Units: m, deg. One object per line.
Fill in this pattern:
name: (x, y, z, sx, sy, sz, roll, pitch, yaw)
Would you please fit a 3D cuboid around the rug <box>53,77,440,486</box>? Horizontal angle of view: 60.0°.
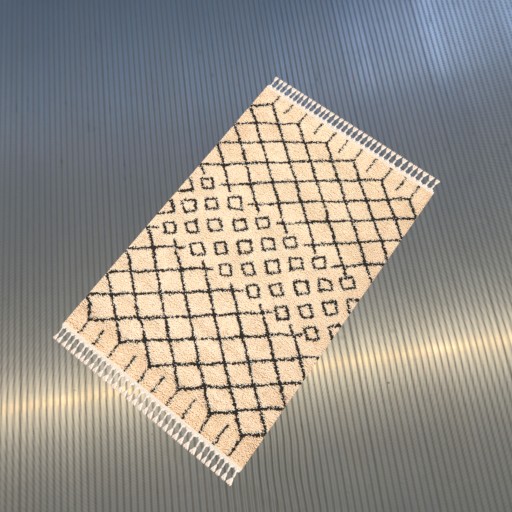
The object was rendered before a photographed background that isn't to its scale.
rug: (0.000, 0.000, 2.458, 1.196, 0.008, 2.006, 36, 78, 9)
